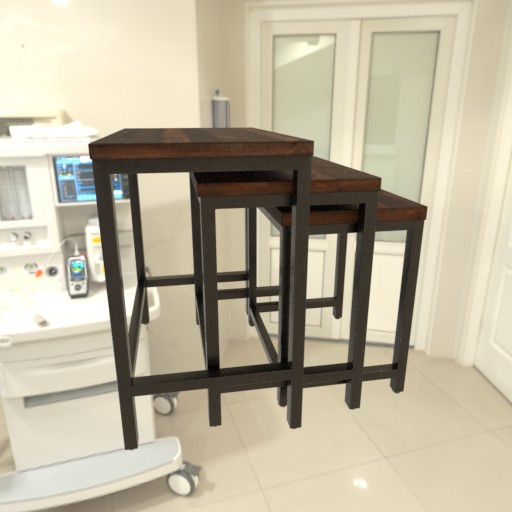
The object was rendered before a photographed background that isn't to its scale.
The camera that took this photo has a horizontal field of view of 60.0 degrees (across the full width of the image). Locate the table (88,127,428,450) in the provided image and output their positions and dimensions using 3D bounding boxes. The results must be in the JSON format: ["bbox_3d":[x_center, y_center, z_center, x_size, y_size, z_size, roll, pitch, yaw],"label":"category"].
[{"bbox_3d":[0.000,0.000,1.146,0.660,0.616,0.608,-3,19,-10],"label":"table"}]
